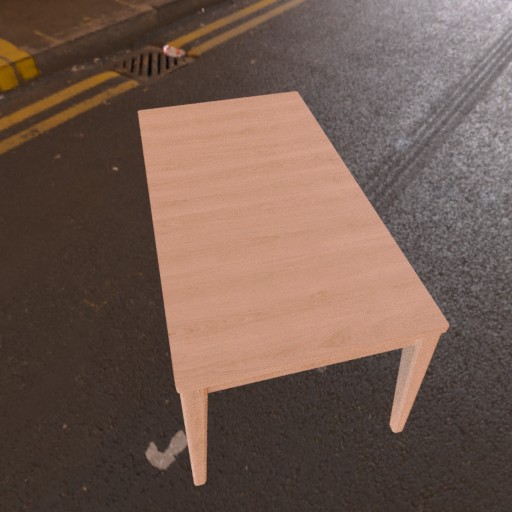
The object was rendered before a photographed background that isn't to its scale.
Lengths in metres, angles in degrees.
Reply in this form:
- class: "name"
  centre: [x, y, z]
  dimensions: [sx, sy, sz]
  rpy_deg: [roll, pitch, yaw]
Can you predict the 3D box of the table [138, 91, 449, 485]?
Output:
- class: "table"
  centre: [0.000, 0.000, 2.068]
  dimensions: [0.900, 0.760, 1.600]
  rpy_deg: [-10, 48, -10]
